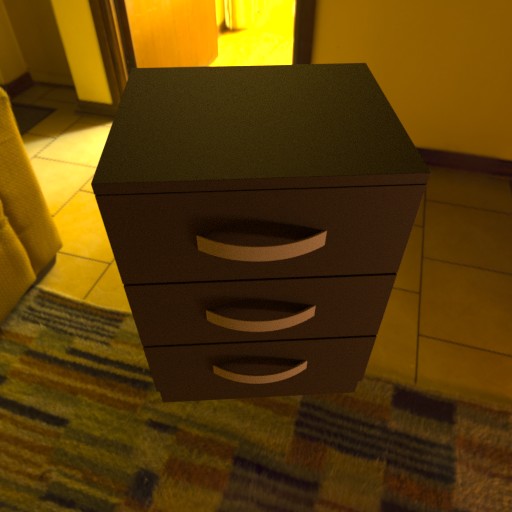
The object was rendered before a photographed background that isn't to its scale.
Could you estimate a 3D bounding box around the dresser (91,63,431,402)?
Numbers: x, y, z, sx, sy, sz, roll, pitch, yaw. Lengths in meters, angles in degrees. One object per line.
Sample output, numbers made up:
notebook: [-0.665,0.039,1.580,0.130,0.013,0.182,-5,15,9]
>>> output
dresser: [0.000,0.000,0.826,0.400,0.560,0.360,-2,45,-2]
